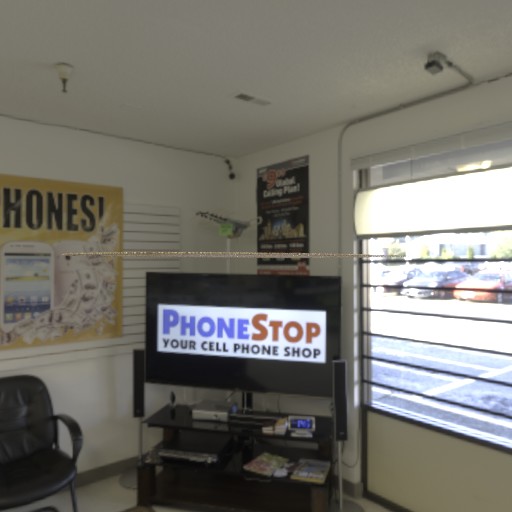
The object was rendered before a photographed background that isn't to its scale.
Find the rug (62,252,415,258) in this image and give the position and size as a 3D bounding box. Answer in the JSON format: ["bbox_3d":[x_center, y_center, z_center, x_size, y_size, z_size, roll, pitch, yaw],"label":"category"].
[{"bbox_3d":[0.000,0.000,2.999,2.432,0.006,1.520,1,-1,-36],"label":"rug"}]
